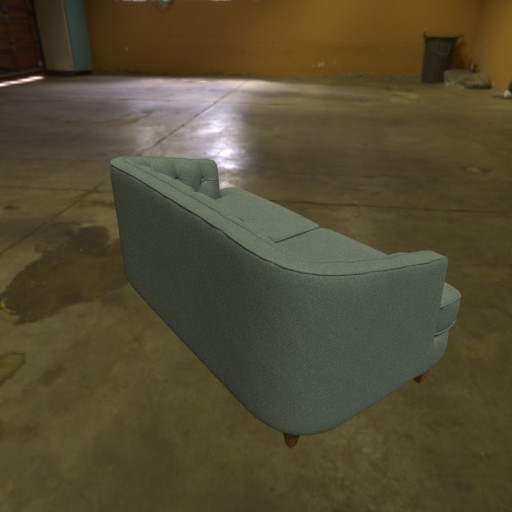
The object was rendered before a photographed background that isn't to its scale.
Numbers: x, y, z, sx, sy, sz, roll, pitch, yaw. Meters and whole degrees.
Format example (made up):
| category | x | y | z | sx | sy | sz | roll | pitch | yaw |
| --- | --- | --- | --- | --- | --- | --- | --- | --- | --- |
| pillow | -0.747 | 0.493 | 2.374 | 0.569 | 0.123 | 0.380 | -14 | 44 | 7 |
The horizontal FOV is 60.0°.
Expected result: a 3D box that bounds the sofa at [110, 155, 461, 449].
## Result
| category | x | y | z | sx | sy | sz | roll | pitch | yaw |
| --- | --- | --- | --- | --- | --- | --- | --- | --- | --- |
| sofa | 0.000 | 0.000 | 2.233 | 0.941 | 0.855 | 1.733 | -19 | 33 | -32 |
